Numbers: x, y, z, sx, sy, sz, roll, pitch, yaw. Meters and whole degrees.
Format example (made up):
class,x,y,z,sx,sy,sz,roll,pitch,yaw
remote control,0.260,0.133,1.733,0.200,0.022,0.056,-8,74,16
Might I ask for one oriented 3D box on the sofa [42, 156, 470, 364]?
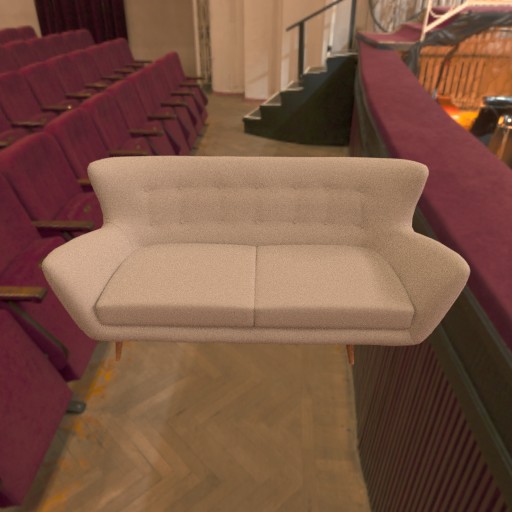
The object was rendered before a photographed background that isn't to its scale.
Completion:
class,x,y,z,sx,sy,sz,roll,pitch,yaw
sofa,0.000,0.000,2.404,1.930,0.890,0.899,1,30,1
